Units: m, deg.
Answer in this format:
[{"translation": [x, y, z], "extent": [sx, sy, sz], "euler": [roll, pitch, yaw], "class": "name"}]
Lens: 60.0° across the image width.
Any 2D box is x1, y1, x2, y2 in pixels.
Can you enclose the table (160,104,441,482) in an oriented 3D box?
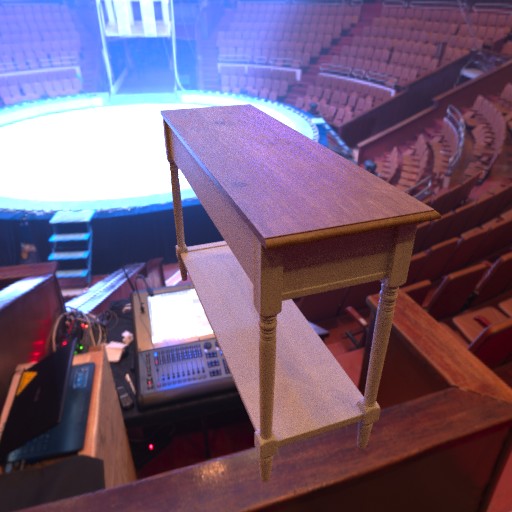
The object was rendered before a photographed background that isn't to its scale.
[{"translation": [0.000, 0.000, 1.574], "extent": [0.399, 0.800, 1.219], "euler": [-10, 31, -17], "class": "table"}]
